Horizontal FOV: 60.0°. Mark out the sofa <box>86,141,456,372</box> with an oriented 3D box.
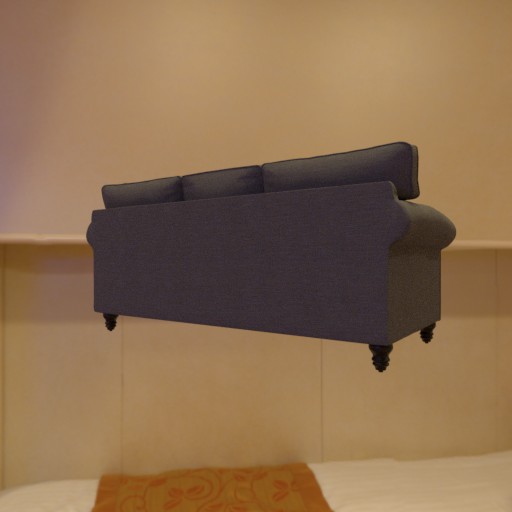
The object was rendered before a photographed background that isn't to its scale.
[{"bbox_3d":[0.000,0.000,2.648,2.084,0.966,0.909,0,0,35],"label":"sofa"}]
